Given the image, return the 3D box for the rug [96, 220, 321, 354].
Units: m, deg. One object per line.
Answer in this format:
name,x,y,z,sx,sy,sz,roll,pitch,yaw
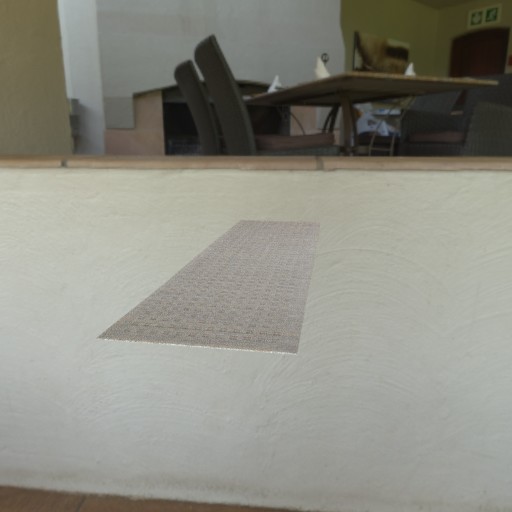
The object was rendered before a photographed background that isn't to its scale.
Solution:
rug,0.000,0.000,2.616,0.688,0.005,2.437,2,14,9
